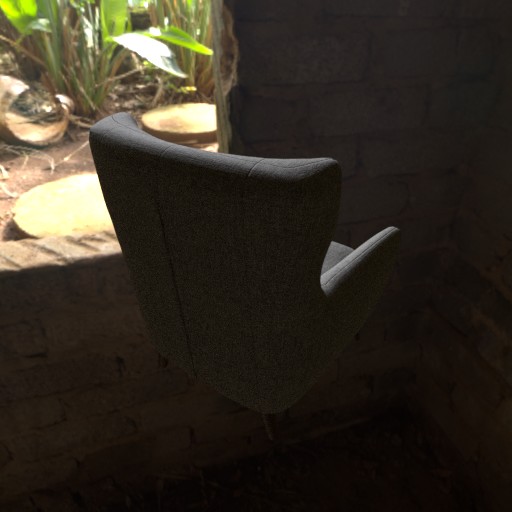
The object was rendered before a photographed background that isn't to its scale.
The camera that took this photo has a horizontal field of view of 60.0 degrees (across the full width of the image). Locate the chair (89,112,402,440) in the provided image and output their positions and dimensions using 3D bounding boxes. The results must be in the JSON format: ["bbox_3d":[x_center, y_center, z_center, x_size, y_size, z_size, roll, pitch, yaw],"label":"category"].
[{"bbox_3d":[0.000,0.000,1.722,0.878,1.063,0.904,21,37,31],"label":"chair"}]
